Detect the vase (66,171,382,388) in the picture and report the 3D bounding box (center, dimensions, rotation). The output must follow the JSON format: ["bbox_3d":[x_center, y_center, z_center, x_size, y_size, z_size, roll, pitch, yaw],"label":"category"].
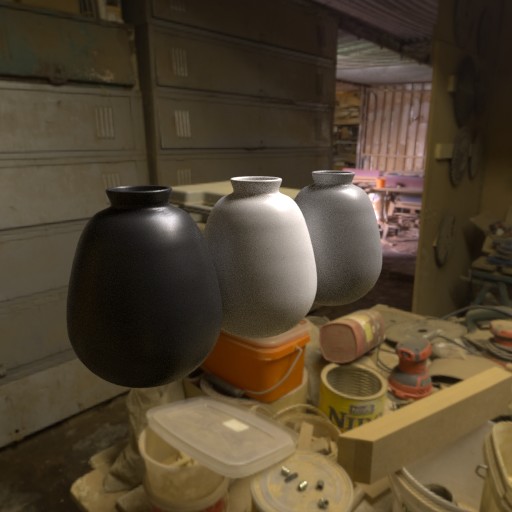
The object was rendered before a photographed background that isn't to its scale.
[{"bbox_3d":[0.000,0.000,0.352,0.097,0.122,0.297,14,20,43],"label":"vase"}]
